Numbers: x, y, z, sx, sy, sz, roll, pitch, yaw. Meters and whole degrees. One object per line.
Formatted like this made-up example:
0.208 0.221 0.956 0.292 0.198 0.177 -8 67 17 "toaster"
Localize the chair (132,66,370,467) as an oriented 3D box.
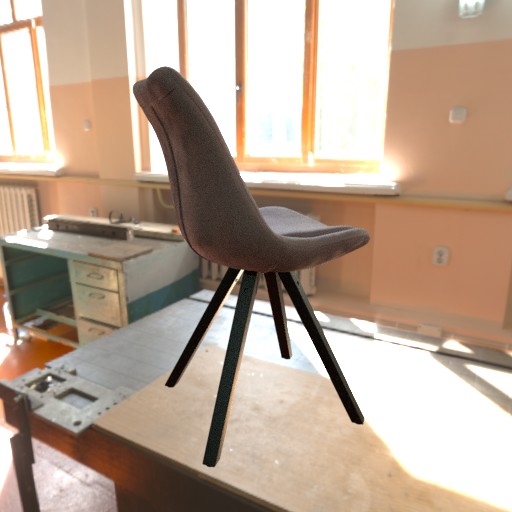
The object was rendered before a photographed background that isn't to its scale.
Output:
0.000 0.000 1.168 0.547 0.865 0.483 -6 16 -24 "chair"
